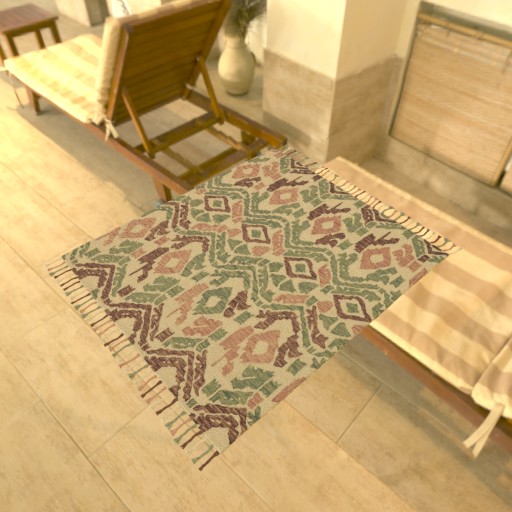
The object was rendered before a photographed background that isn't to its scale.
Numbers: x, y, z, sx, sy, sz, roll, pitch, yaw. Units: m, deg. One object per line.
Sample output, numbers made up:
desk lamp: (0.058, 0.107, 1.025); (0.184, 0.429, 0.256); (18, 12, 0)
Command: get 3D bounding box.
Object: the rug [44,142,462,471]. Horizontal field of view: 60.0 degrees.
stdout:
rug: (0.000, 0.000, 4.088); (3.048, 0.010, 2.438); (-33, 55, -27)
